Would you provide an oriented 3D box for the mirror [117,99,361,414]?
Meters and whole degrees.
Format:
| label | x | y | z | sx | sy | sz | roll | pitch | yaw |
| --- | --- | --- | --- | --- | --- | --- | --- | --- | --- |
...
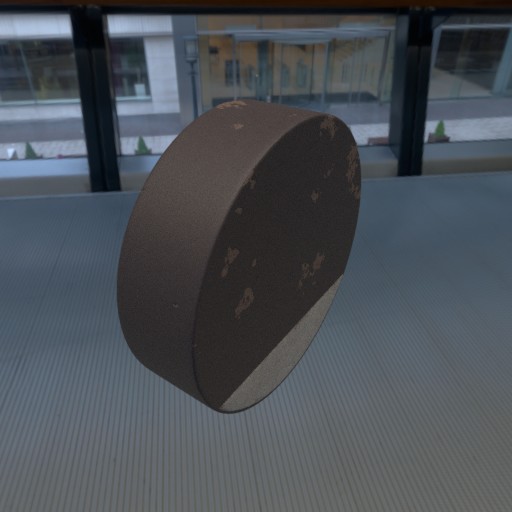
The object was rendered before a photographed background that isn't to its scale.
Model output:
| label | x | y | z | sx | sy | sz | roll | pitch | yaw |
| --- | --- | --- | --- | --- | --- | --- | --- | --- | --- |
| mirror | 0.000 | 0.000 | 0.591 | 0.126 | 0.386 | 0.386 | 21 | 39 | 29 |
